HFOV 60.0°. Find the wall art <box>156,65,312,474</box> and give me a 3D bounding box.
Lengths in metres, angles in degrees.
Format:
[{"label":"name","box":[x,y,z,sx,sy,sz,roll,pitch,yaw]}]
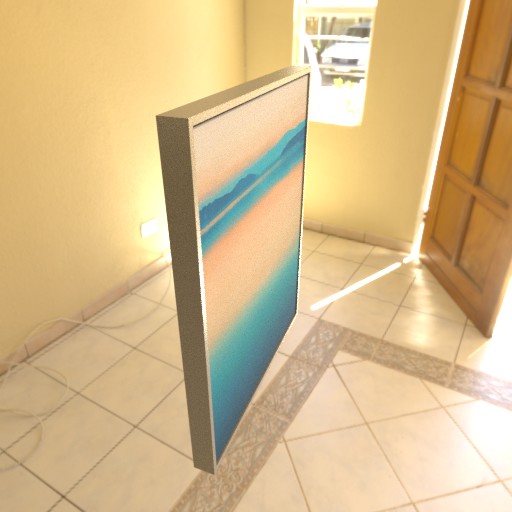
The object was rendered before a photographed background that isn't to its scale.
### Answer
[{"label":"wall art","box":[0.000,0.000,0.757,0.037,0.554,0.453,11,31,19]}]
